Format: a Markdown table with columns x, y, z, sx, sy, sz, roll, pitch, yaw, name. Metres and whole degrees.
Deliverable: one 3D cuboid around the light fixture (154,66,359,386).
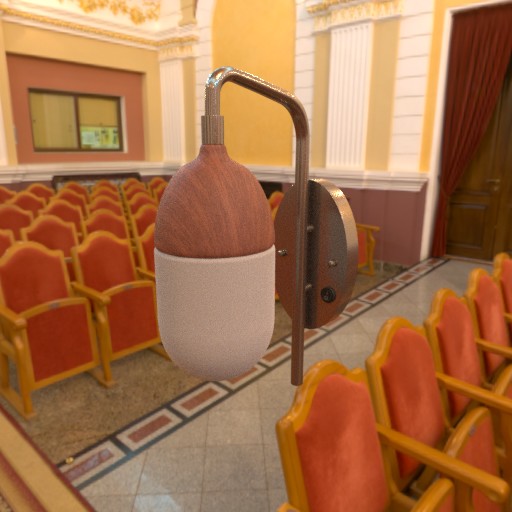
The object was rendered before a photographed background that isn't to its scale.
| x | y | z | sx | sy | sz | roll | pitch | yaw | name |
| --- | --- | --- | --- | --- | --- | --- | --- | --- | --- |
| 0.000 | 0.000 | 0.441 | 0.108 | 0.343 | 0.216 | 13 | 19 | 41 | light fixture |
